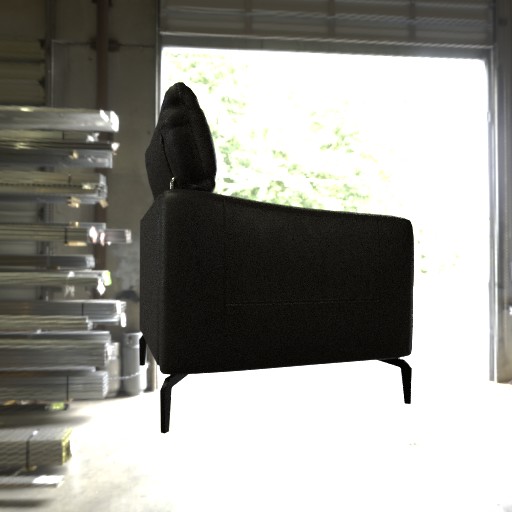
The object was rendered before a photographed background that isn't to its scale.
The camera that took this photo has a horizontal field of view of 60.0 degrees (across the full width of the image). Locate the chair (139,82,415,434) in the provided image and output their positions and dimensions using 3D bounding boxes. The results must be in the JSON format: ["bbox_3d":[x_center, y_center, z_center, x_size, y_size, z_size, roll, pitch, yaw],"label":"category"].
[{"bbox_3d":[0.000,0.000,1.686,0.809,0.949,0.976,0,-1,-18],"label":"chair"}]
